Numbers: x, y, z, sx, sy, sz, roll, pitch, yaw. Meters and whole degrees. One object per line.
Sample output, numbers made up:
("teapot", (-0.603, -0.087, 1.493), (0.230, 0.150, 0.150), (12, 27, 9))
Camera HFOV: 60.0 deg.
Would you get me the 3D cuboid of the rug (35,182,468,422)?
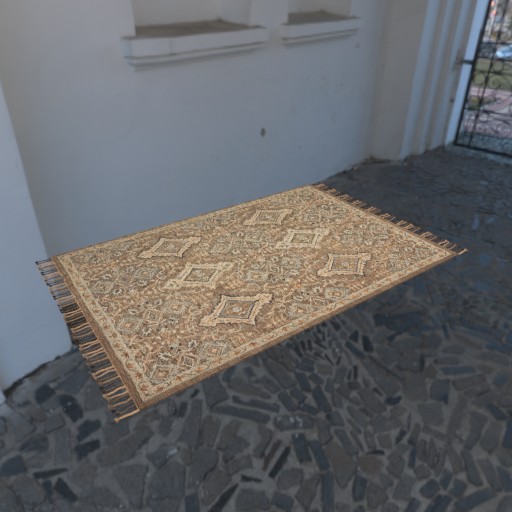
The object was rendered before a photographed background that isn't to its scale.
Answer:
("rug", (0.000, 0.000, 2.931), (2.434, 0.010, 1.516), (-20, 36, -29))
